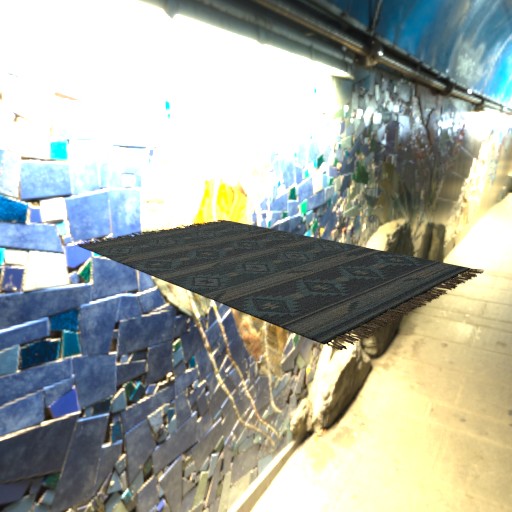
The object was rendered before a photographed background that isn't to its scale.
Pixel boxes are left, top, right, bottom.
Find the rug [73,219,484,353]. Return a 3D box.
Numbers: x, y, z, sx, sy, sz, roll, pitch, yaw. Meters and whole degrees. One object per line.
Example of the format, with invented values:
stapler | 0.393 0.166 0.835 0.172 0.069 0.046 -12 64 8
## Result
rug | 0.000 0.000 2.380 1.181 0.028 1.936 -14 20 -42
